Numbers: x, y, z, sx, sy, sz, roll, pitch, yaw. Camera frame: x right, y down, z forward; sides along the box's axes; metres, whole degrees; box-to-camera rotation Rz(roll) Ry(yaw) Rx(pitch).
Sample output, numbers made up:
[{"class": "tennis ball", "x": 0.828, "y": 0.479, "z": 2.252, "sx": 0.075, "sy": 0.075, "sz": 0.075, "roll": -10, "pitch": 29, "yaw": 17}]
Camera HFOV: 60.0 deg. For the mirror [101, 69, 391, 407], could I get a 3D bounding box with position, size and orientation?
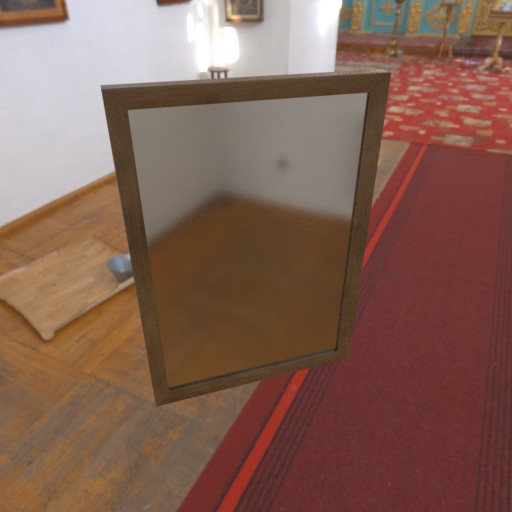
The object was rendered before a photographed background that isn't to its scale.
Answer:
[{"class": "mirror", "x": 0.000, "y": 0.000, "z": 0.939, "sx": 0.507, "sy": 0.710, "sz": 0.040, "roll": -10, "pitch": 33, "yaw": -16}]
